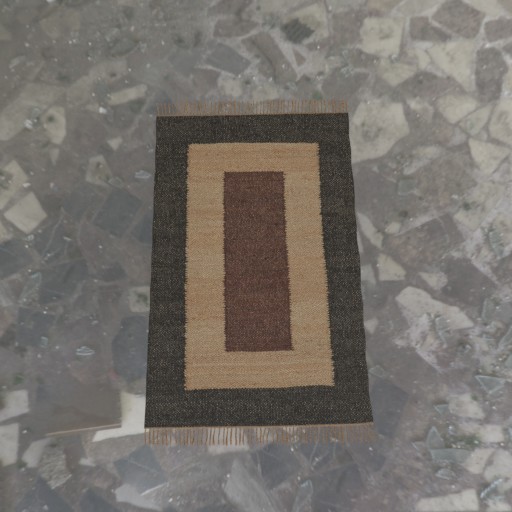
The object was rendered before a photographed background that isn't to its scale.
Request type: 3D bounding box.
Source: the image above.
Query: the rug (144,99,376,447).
[{"bbox_3d":[0.000,0.000,1.932,0.920,0.013,1.541,-1,76,0],"label":"rug"}]
